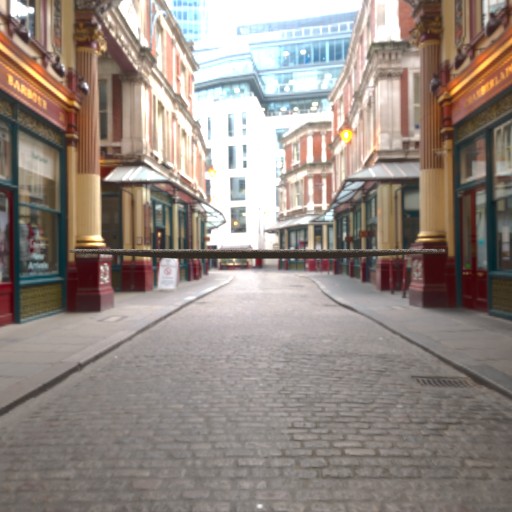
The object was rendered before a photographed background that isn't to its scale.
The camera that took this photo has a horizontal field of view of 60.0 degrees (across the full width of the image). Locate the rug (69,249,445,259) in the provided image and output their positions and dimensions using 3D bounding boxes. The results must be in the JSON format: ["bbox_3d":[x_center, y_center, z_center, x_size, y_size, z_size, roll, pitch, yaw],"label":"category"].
[{"bbox_3d":[0.000,0.000,4.716,2.393,0.019,3.824,0,-1,0],"label":"rug"}]
